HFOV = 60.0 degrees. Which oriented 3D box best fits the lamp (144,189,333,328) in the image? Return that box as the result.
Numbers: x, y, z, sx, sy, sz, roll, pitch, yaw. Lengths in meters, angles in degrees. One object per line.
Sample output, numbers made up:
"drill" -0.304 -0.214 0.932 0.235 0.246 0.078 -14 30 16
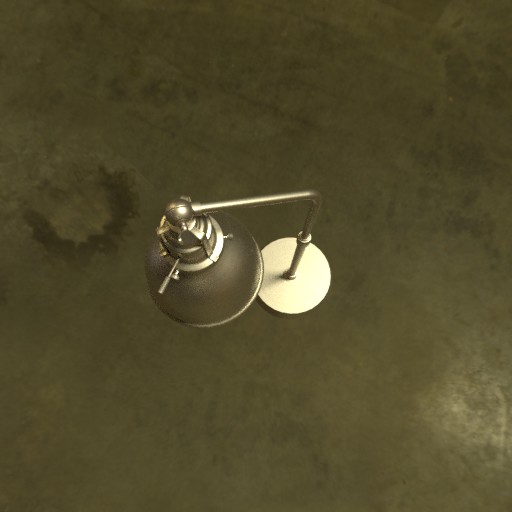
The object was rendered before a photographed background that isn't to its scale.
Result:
"lamp" 0.000 0.000 0.582 0.286 0.456 0.153 -18 76 -5
